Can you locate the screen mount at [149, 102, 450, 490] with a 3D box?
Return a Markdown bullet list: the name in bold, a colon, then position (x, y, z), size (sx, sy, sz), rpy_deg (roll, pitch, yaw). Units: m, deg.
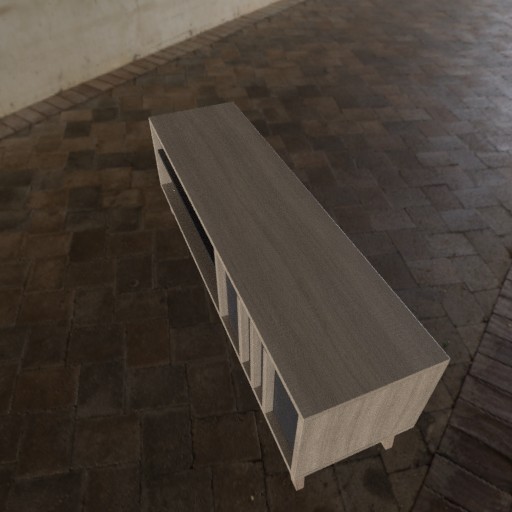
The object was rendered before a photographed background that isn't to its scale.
- **screen mount**: position (0.000, 0.000, 1.685), size (0.401, 0.509, 1.500), rpy_deg (-16, 46, -16)
